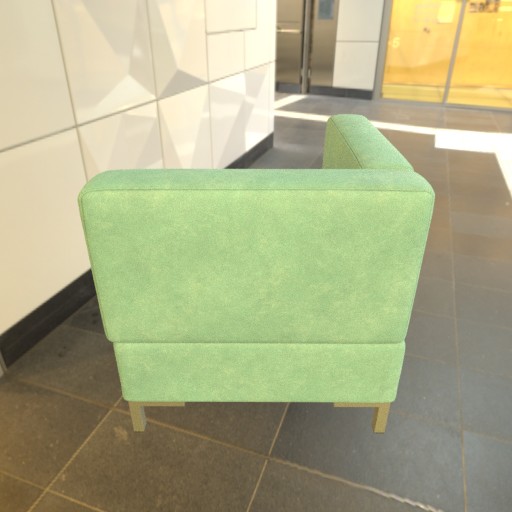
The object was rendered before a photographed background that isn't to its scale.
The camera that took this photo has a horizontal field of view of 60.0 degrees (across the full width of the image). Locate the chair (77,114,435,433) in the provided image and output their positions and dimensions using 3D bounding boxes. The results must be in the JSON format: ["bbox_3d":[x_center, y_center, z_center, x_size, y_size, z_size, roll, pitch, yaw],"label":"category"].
[{"bbox_3d":[0.000,0.000,1.228,0.680,0.660,0.680,0,29,0],"label":"chair"}]
